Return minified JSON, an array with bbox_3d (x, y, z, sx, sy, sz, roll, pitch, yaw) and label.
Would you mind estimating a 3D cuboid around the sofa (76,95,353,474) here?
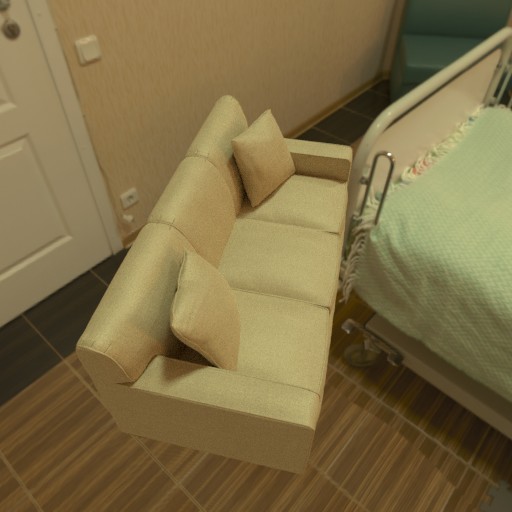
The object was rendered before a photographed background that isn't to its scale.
[{"bbox_3d":[0.000,0.000,2.577,0.997,0.958,2.024,9,48,9],"label":"sofa"}]
